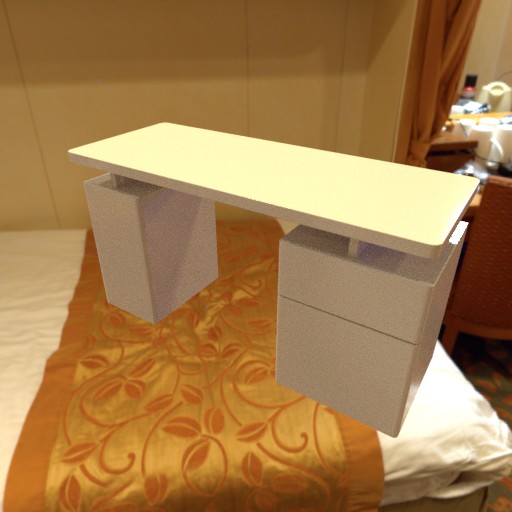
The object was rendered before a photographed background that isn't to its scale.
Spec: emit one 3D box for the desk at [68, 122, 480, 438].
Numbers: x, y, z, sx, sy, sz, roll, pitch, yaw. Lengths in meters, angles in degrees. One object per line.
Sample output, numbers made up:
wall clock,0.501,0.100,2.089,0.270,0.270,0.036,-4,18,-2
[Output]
desk,0.000,0.000,1.770,1.400,0.762,0.550,18,35,28
